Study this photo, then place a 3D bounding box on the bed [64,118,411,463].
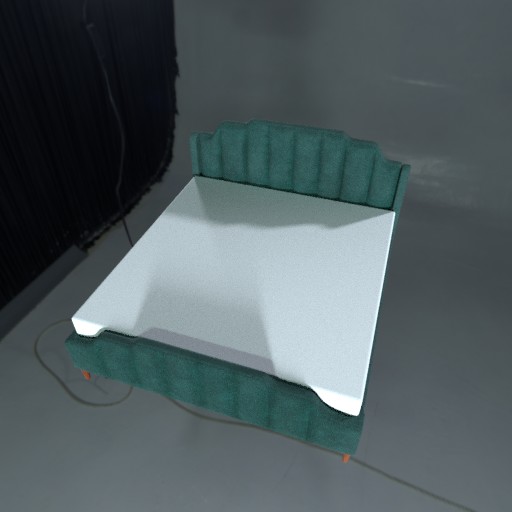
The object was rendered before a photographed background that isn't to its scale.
[{"bbox_3d":[0.000,0.000,3.541,2.074,1.245,2.340,12,42,14],"label":"bed"}]
